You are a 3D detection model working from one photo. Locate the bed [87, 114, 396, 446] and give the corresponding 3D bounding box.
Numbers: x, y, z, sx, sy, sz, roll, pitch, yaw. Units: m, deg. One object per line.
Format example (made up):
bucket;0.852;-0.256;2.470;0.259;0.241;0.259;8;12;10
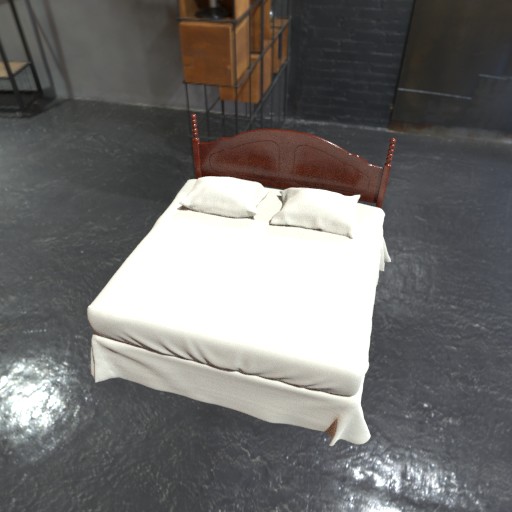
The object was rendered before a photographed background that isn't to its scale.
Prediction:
bed;0.000;0.000;3.683;2.322;1.355;2.219;11;42;12
